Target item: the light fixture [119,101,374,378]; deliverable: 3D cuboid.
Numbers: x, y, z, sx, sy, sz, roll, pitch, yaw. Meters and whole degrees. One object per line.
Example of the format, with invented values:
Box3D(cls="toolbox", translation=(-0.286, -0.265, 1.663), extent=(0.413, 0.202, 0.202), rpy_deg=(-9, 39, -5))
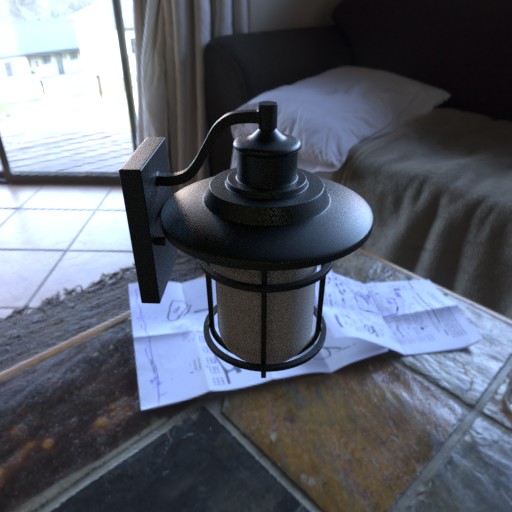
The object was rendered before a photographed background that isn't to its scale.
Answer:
Box3D(cls="light fixture", translation=(0.000, 0.000, 0.516), extent=(0.252, 0.345, 0.222), rpy_deg=(1, 32, 2))
